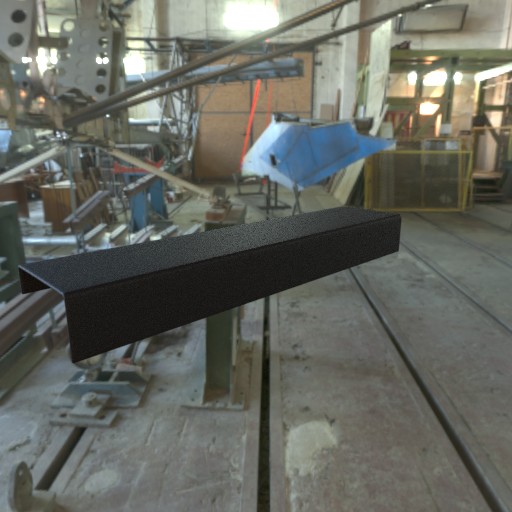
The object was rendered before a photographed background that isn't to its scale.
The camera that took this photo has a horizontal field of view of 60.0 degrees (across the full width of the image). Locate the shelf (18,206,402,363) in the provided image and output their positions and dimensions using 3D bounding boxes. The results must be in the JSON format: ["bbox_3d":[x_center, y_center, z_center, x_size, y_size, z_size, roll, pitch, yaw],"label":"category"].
[{"bbox_3d":[0.000,0.000,0.493,0.456,0.053,0.102,-14,21,-42],"label":"shelf"}]
